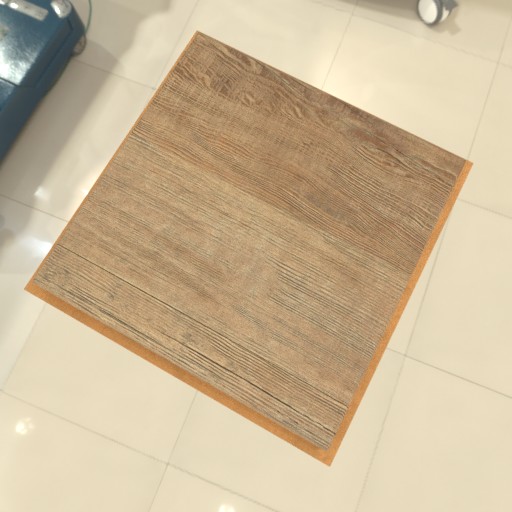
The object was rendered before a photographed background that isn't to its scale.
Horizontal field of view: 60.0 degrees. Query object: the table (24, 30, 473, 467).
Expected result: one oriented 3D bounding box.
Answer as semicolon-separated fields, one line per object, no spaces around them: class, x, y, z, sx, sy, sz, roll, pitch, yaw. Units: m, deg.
table;0.000;0.000;1.057;0.599;0.584;0.599;28;79;6
